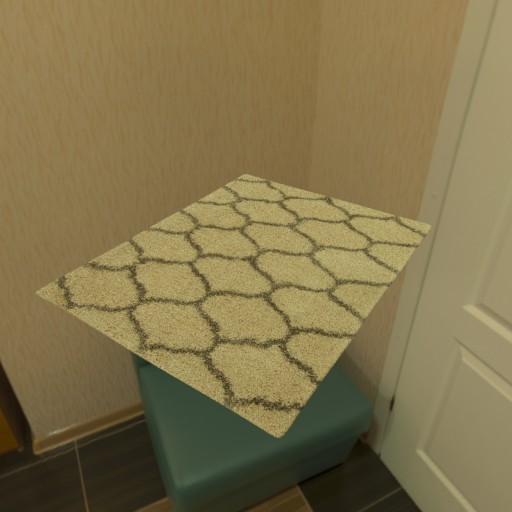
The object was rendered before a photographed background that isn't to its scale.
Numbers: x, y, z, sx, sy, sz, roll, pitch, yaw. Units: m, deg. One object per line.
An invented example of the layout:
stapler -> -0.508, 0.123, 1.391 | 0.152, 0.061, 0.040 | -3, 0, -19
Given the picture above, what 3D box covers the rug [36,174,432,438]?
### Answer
rug -> 0.000, 0.000, 4.135 | 2.399, 0.026, 3.000 | 21, 39, 28
